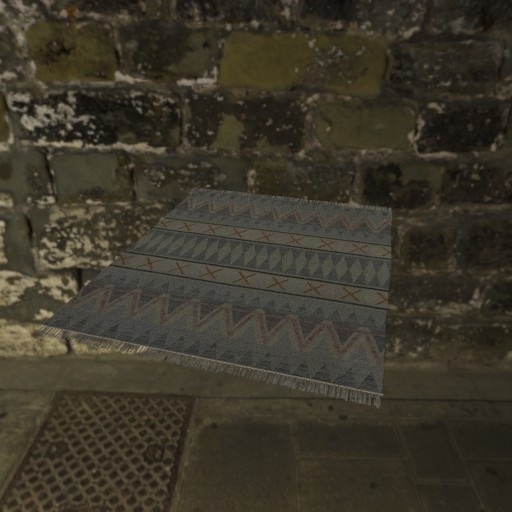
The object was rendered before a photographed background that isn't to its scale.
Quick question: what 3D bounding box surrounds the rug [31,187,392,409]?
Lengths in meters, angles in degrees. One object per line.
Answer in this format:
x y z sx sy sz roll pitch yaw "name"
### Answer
0.000 0.000 4.016 2.371 0.012 3.000 8 30 14 "rug"
